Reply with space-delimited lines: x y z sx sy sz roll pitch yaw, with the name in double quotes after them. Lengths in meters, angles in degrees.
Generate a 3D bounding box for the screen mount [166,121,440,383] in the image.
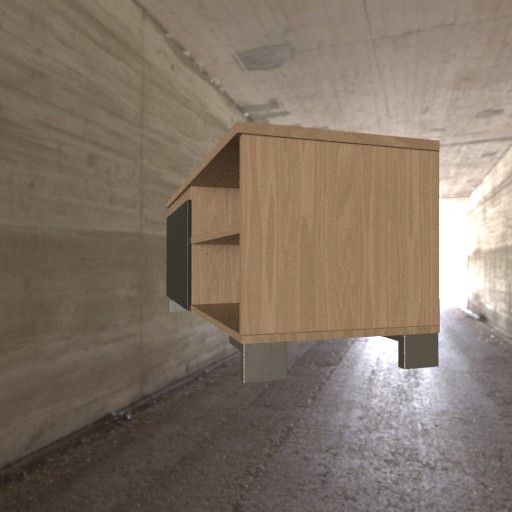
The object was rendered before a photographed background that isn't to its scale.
0.000 0.000 1.302 0.406 0.432 1.084 0 -1 -17 "screen mount"
